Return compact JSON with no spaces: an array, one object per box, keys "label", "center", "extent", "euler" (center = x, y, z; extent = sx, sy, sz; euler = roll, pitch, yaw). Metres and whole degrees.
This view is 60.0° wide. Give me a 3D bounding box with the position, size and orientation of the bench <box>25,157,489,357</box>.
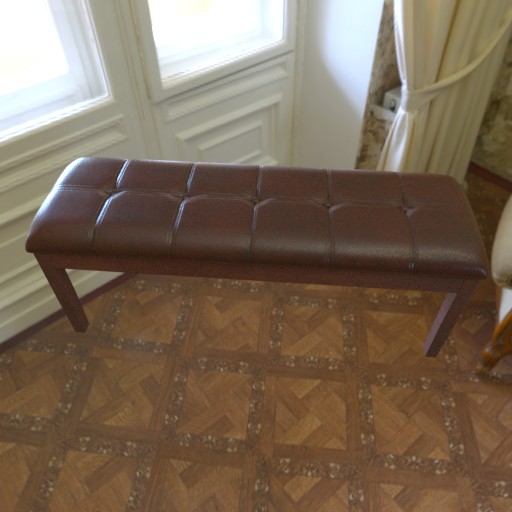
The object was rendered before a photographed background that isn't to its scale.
[{"label":"bench","center":[0.000,0.000,1.448],"extent":[1.259,0.491,0.401],"euler":[3,47,3]}]
